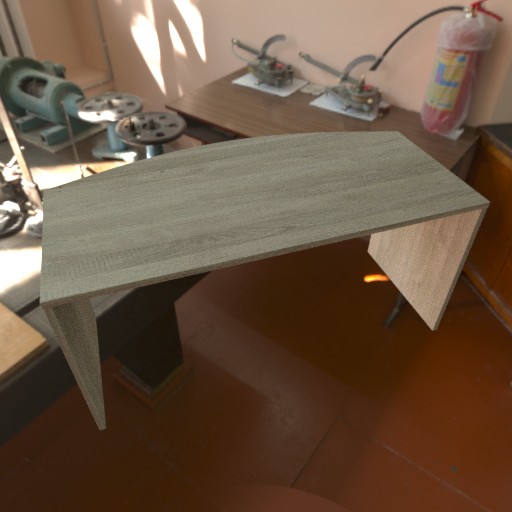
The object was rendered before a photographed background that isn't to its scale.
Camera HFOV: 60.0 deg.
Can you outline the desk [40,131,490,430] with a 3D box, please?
[{"bbox_3d":[0.000,0.000,2.014,1.600,0.752,0.802,-13,43,-14],"label":"desk"}]
